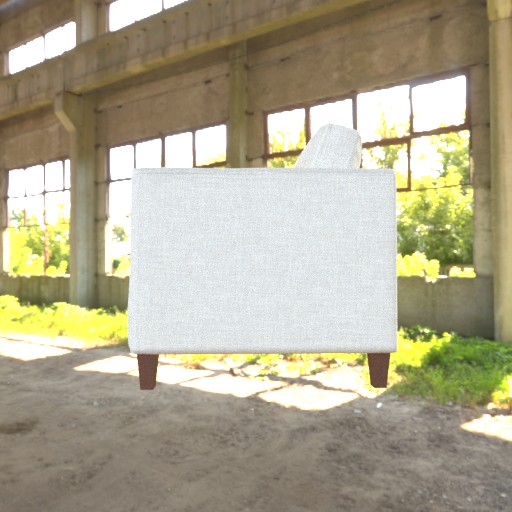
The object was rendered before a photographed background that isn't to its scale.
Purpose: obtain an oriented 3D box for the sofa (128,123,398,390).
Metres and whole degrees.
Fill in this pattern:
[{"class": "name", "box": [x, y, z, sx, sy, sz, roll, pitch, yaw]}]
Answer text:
[{"class": "sofa", "box": [0.000, 0.000, 2.418, 0.950, 0.963, 1.838, 0, -1, -2]}]
